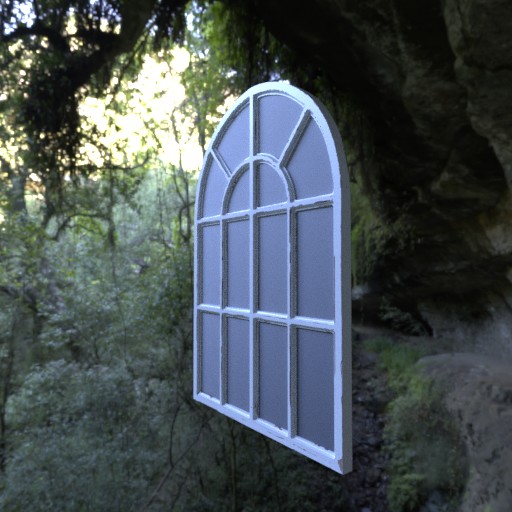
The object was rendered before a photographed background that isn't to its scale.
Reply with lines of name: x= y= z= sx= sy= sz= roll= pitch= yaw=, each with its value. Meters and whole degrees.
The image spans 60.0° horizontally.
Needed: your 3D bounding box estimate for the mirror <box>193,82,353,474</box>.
mirror: x=0.000 y=0.000 z=1.206 sx=0.032 sy=0.920 sz=0.660 roll=1 pitch=-2 yaw=-36
